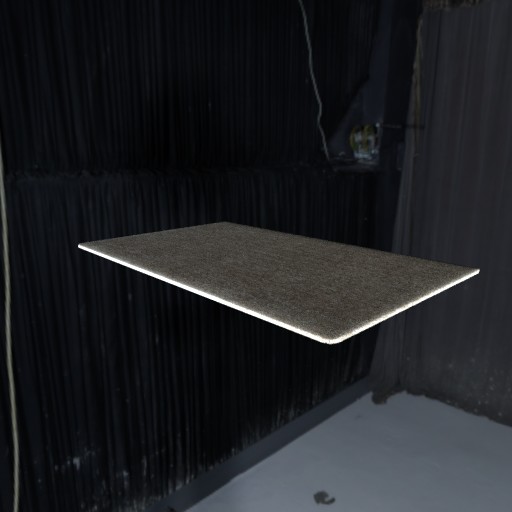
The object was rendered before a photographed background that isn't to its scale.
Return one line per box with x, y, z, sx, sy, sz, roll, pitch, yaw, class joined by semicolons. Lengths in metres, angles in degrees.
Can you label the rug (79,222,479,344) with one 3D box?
0.000;0.000;3.116;1.539;0.024;2.469;-13;19;-42;rug
